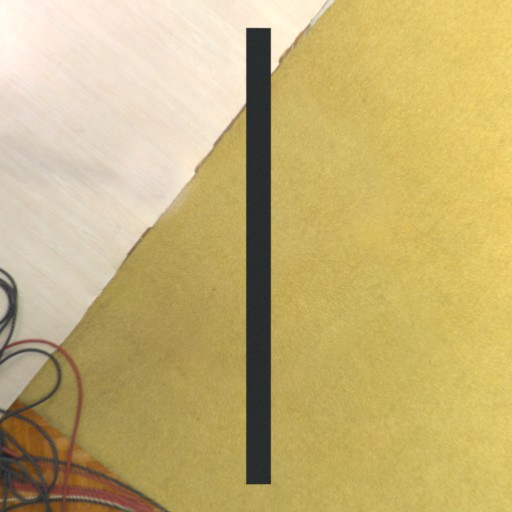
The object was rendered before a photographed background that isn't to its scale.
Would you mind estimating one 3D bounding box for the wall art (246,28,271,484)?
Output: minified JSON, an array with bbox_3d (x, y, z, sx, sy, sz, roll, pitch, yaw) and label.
[{"bbox_3d":[0.000,0.000,0.765,0.030,0.454,0.554,0,90,-1],"label":"wall art"}]
